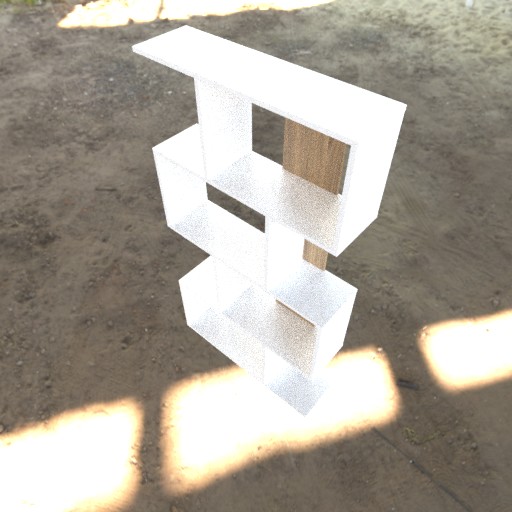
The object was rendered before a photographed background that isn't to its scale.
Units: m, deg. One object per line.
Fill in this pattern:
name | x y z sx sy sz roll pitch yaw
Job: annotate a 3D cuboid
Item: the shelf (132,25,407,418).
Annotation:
shelf | 0.000 0.000 1.962 0.890 1.650 0.250 32 55 27
